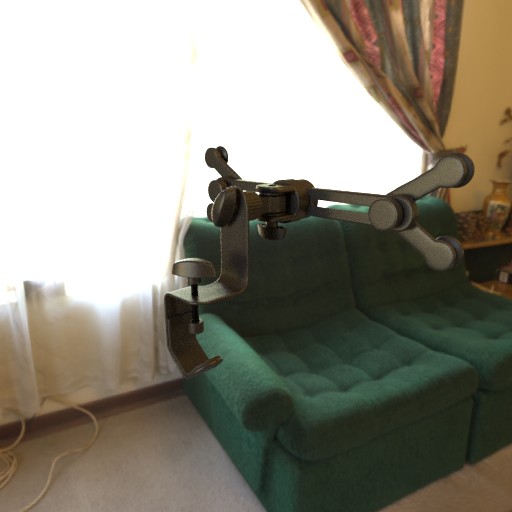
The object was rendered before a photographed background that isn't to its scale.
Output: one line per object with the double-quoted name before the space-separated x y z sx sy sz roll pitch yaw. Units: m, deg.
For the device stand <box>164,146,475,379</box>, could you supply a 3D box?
"device stand" 0.000 0.000 0.358 0.142 0.166 0.270 -15 21 -43
